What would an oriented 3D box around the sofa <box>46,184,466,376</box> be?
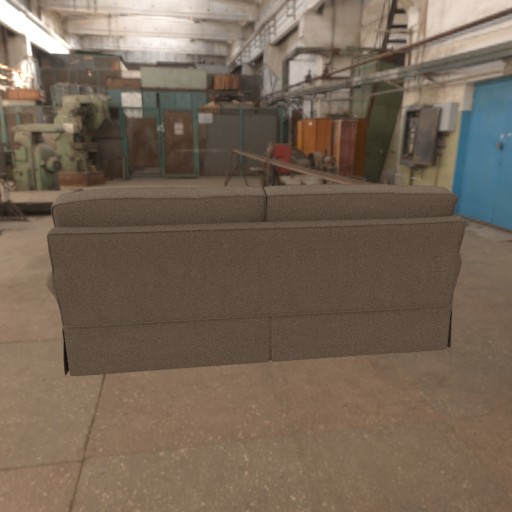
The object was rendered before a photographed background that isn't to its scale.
[{"bbox_3d":[0.000,0.000,2.749,2.248,0.943,0.991,-2,16,-8],"label":"sofa"}]
